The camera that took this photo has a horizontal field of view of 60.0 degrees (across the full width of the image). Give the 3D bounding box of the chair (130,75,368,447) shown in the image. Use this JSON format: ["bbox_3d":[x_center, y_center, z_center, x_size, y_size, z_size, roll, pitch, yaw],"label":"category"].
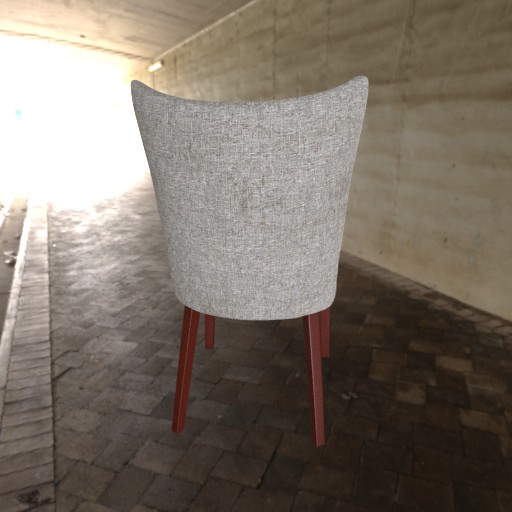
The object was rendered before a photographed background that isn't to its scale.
[{"bbox_3d":[0.000,0.000,1.274,0.535,0.924,0.623,2,17,7],"label":"chair"}]
